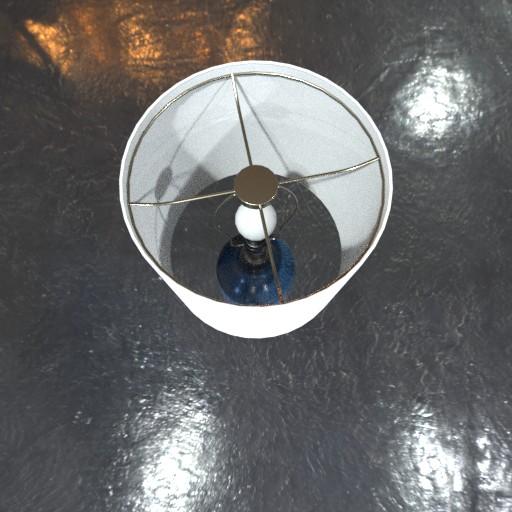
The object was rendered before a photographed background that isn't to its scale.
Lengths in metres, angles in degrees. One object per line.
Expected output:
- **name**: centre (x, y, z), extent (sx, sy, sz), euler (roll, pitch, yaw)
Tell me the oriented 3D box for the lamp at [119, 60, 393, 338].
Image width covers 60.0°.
- **lamp**: centre (0.000, 0.000, 0.586), extent (0.220, 0.475, 0.220), euler (2, 74, 1)
